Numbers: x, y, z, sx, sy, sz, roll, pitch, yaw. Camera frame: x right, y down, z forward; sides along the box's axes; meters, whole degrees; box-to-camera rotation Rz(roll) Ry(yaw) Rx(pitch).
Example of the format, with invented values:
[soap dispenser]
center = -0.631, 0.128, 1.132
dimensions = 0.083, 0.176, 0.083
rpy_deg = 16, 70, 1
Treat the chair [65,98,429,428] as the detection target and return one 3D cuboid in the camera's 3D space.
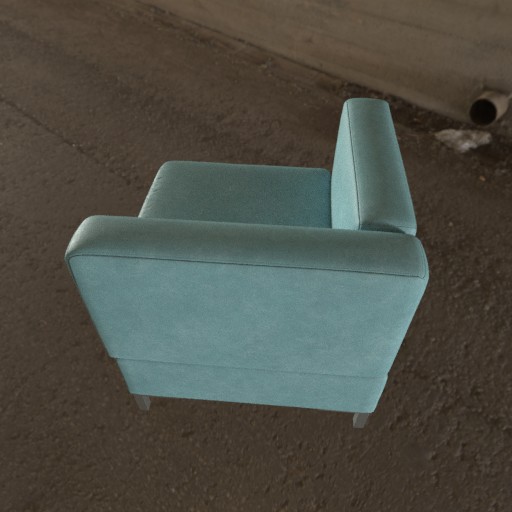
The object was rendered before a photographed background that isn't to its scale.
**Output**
[chair]
center = 0.000, 0.000, 1.222
dimensions = 0.680, 0.660, 0.680
rpy_deg = 4, 47, 3
